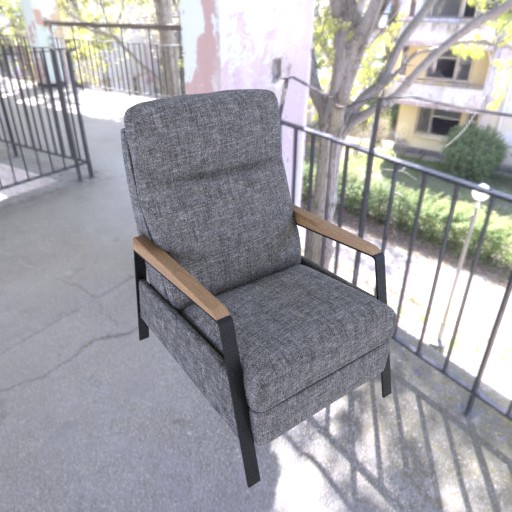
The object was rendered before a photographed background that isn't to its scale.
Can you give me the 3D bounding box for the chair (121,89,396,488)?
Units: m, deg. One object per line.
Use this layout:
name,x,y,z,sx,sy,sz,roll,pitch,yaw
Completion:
chair,0.000,0.000,1.600,0.671,1.042,0.868,-19,35,-30
